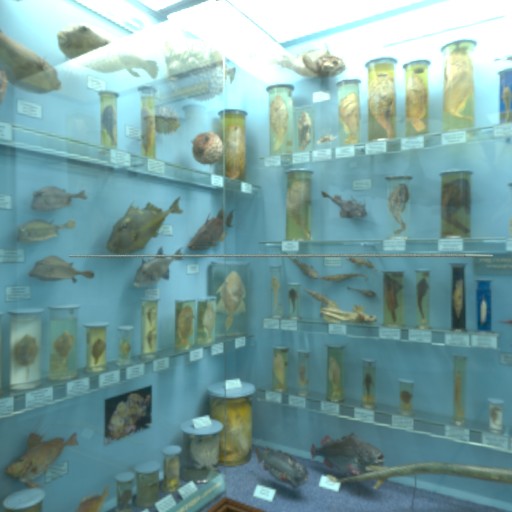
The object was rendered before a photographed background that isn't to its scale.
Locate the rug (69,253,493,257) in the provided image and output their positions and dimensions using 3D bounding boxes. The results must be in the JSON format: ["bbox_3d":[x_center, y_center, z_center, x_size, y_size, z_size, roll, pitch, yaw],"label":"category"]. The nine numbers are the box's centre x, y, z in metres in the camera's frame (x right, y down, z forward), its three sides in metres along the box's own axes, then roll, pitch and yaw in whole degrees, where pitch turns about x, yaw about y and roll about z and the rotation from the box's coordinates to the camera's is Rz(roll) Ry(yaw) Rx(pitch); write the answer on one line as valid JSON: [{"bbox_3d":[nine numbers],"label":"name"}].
[{"bbox_3d":[0.000,0.000,2.611,2.388,0.012,0.864,0,0,34],"label":"rug"}]
